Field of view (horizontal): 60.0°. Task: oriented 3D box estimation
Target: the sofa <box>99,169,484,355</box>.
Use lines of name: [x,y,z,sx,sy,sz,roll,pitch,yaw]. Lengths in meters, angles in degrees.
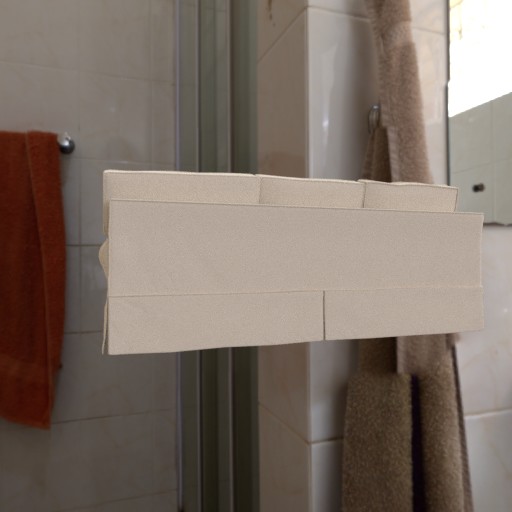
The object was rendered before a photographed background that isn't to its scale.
sofa: [0.000,0.000,3.965,2.597,1.070,2.591,0,0,-18]
